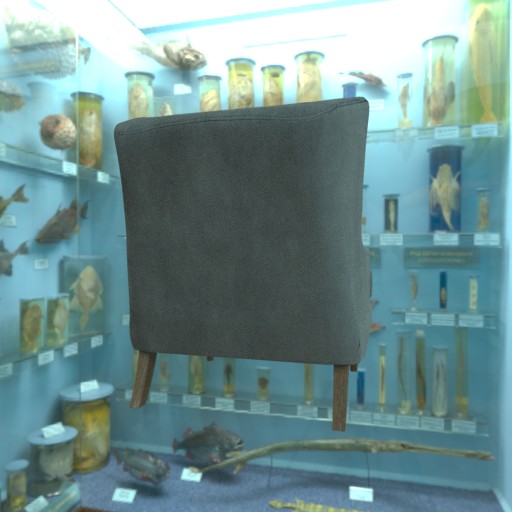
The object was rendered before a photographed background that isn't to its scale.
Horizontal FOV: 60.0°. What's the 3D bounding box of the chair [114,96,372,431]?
[{"bbox_3d":[0.000,0.000,1.568,0.784,0.950,0.906,0,1,16],"label":"chair"}]
